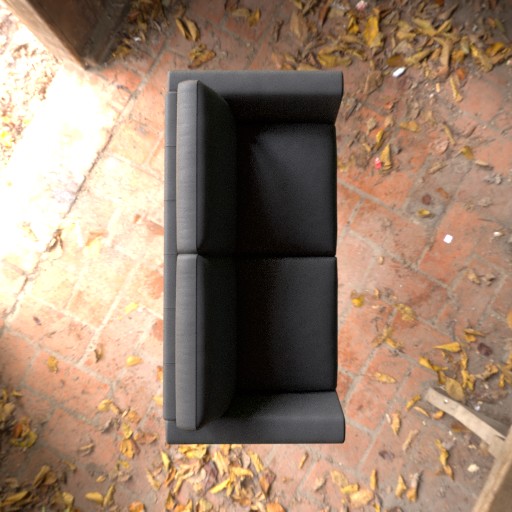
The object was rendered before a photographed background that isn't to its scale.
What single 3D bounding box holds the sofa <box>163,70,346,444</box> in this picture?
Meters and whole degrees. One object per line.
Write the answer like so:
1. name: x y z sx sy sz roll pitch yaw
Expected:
1. sofa: 0.000 0.000 2.525 0.953 0.875 2.017 0 89 -1
